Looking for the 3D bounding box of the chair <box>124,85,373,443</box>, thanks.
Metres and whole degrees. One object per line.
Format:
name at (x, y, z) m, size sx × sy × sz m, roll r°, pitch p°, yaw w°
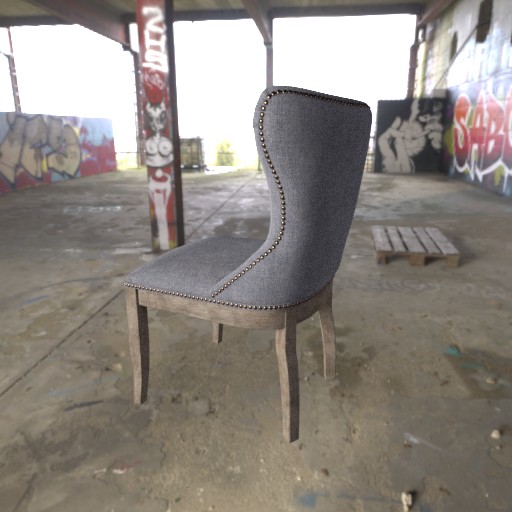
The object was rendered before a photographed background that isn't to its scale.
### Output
chair at (0.000, 0.000, 1.468) m, size 0.681 × 1.002 × 0.654 m, roll 8°, pitch 18°, yaw 26°
